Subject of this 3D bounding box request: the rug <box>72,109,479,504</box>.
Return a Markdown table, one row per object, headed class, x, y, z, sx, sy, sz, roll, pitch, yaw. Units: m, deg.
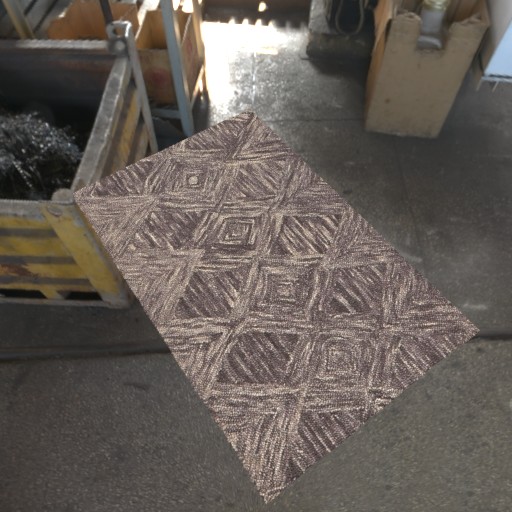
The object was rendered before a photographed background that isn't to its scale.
| class | x | y | z | sx | sy | sz | roll | pitch | yaw |
| --- | --- | --- | --- | --- | --- | --- | --- | --- | --- |
| rug | 0.000 | 0.000 | 2.205 | 1.186 | 0.012 | 1.814 | -31 | 63 | -18 |
